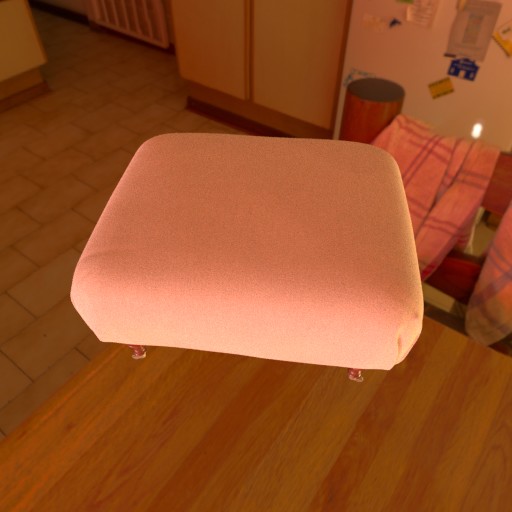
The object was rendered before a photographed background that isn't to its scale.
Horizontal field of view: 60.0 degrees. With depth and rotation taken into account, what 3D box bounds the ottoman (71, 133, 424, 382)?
[{"bbox_3d":[0.000,0.000,1.172,0.746,0.450,0.622,5,47,4],"label":"ottoman"}]
